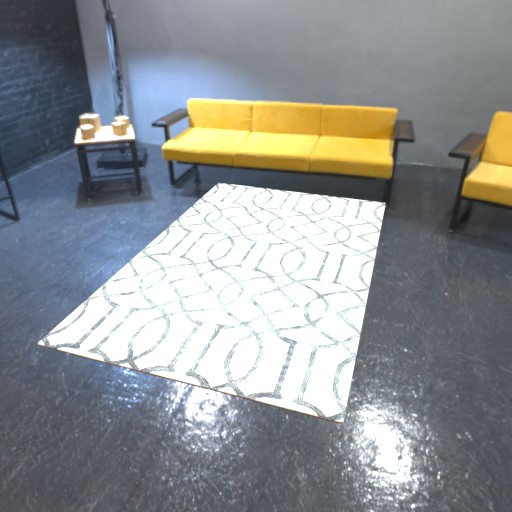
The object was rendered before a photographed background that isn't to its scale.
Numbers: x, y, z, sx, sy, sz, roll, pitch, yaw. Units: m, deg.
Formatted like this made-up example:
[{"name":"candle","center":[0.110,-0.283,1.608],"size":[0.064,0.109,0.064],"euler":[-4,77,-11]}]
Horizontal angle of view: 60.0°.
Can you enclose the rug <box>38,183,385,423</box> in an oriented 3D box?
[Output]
[{"name":"rug","center":[0.000,0.000,2.971],"size":[1.521,0.017,2.365],"euler":[9,31,16]}]
